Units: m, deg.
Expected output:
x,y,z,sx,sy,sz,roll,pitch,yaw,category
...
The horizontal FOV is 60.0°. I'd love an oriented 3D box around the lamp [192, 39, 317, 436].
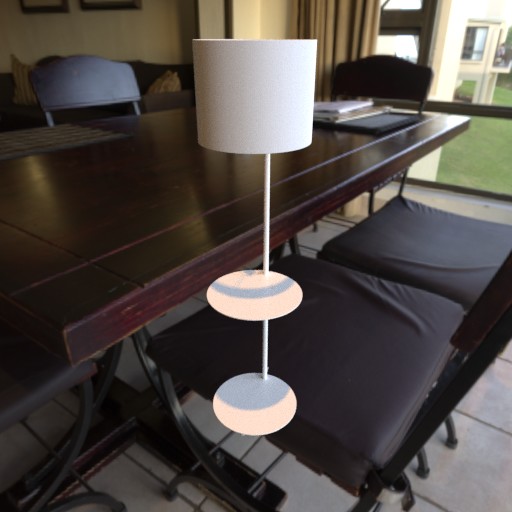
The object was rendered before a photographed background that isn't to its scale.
x,y,z,sx,sy,sz,roll,pitch,yaw,category
0.000,0.000,1.669,0.372,1.465,0.405,8,27,15,lamp
